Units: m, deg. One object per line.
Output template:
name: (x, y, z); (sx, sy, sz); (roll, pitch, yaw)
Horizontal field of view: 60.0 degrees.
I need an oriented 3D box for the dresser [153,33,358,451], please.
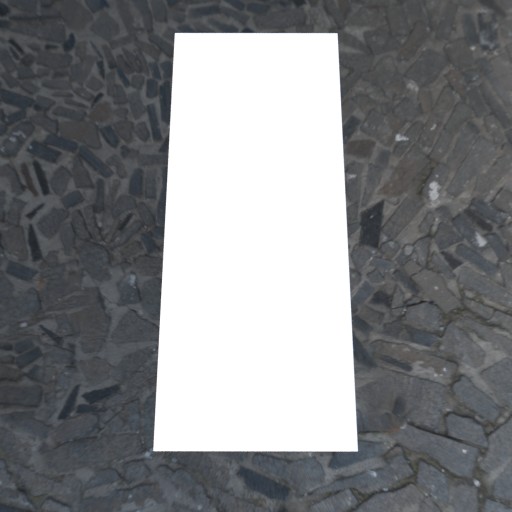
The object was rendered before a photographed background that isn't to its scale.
dresser: (0.000, 0.000, 1.524); (0.460, 0.820, 1.100); (0, 76, 0)
